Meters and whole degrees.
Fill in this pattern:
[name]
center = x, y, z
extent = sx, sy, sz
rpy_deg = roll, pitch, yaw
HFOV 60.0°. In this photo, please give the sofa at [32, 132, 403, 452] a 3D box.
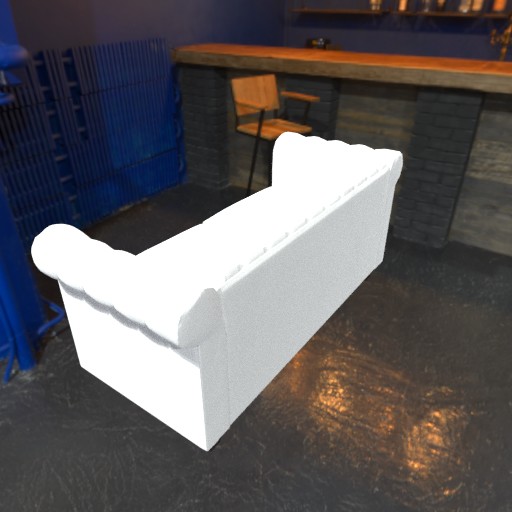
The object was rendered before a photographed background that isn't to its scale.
[sofa]
center = 0.000, 0.000, 2.207
extent = 0.771, 0.796, 1.798
rpy_deg = 20, 36, 30
